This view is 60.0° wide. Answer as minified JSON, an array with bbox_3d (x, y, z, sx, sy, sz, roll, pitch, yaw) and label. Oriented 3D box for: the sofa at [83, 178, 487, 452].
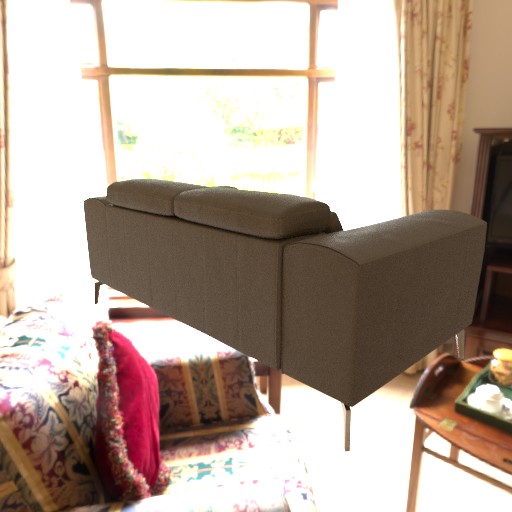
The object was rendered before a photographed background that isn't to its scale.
[{"bbox_3d":[0.000,0.000,2.285,1.003,0.779,1.895,-14,20,-42],"label":"sofa"}]
